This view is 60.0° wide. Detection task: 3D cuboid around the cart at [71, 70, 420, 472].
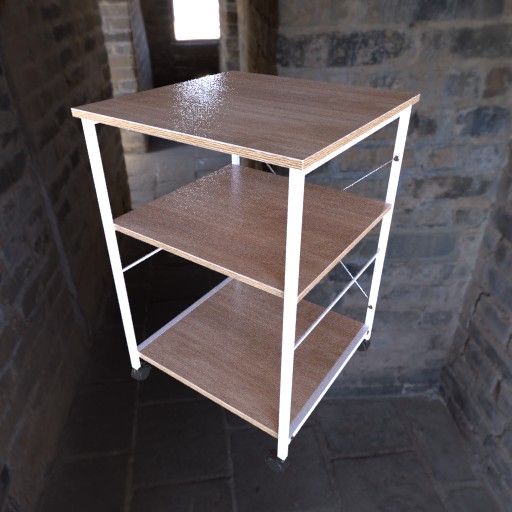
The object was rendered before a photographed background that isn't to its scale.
[{"bbox_3d":[0.000,0.000,1.123,0.521,0.762,0.520,20,37,29],"label":"cart"}]
